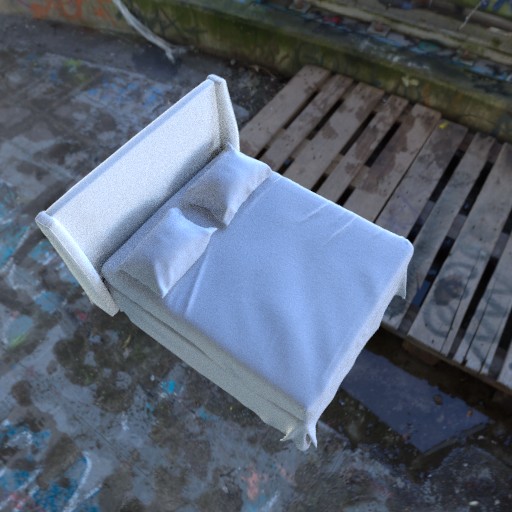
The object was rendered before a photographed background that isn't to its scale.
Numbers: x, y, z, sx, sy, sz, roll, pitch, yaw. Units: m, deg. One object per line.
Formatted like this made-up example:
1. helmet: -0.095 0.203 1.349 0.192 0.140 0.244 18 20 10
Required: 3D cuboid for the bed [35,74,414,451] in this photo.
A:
1. bed: 0.000 0.000 3.527 2.276 1.332 1.925 31 63 18
